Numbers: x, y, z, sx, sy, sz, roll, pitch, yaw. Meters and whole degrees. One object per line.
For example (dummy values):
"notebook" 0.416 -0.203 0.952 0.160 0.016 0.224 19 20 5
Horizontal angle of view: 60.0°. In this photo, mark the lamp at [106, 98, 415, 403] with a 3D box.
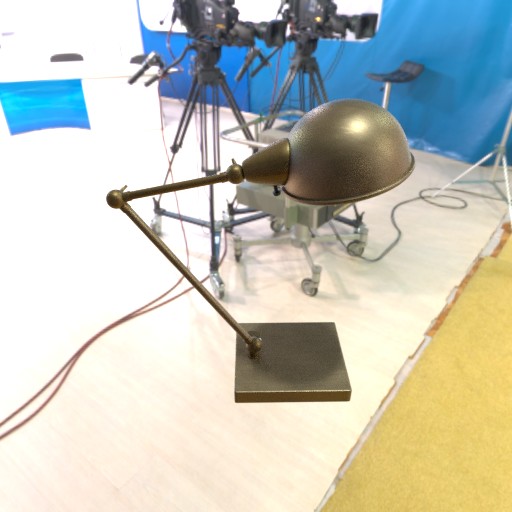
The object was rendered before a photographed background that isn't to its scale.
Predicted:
"lamp" 0.000 0.000 0.547 0.339 0.371 0.149 0 32 -1
